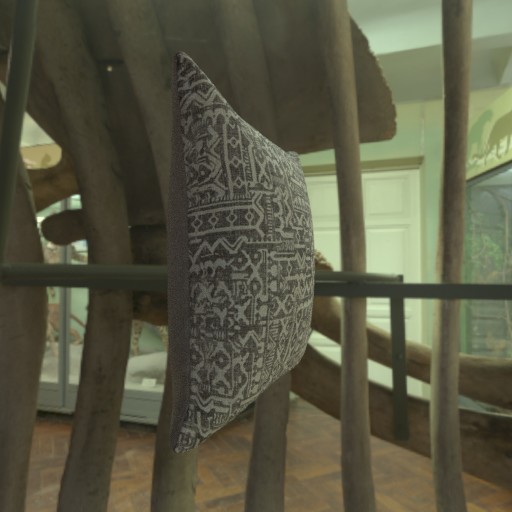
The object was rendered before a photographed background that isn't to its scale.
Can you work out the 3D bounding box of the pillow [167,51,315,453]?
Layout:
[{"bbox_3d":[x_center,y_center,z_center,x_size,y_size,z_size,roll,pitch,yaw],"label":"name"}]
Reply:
[{"bbox_3d":[0.000,0.000,0.776,0.180,0.487,0.546,0,-1,20],"label":"pillow"}]
